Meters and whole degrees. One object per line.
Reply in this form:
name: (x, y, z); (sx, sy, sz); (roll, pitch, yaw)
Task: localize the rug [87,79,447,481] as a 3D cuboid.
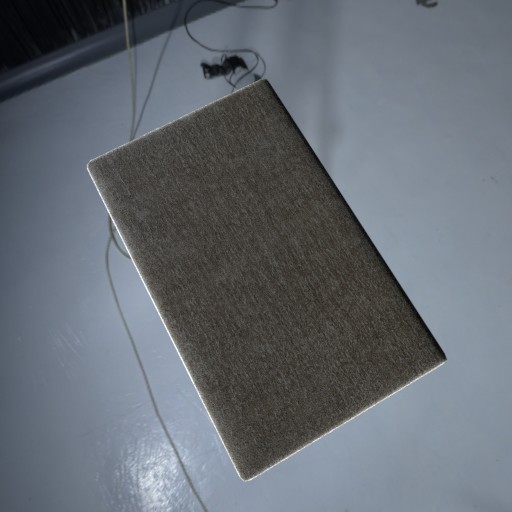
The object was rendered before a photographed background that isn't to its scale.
rug: (0.000, 0.000, 3.096); (1.539, 0.024, 2.469); (-28, 77, -7)
